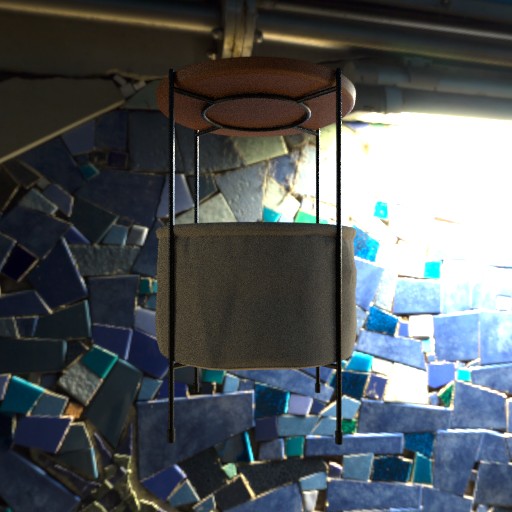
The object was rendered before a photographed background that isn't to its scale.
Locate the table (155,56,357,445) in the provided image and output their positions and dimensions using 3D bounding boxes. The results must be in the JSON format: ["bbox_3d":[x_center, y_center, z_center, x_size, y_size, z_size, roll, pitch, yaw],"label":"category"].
[{"bbox_3d":[0.000,0.000,0.878,0.393,0.623,0.393,0,0,1],"label":"table"}]
